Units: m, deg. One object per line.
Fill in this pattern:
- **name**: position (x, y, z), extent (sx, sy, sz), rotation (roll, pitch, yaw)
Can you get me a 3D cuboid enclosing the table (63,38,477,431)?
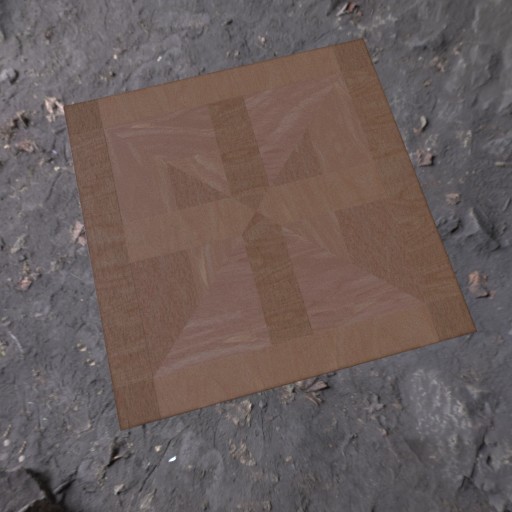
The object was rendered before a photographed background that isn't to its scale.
- **table**: position (0.000, 0.000, 1.112), extent (0.612, 0.638, 0.610), rotation (-14, 76, -4)
